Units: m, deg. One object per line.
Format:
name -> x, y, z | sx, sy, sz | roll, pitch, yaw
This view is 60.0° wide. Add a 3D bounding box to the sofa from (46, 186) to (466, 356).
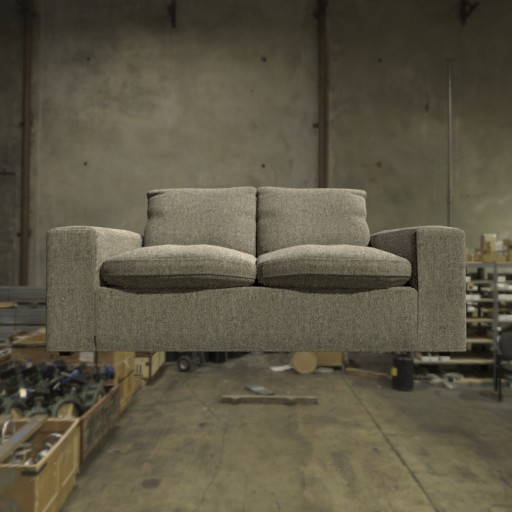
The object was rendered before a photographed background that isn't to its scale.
sofa -> 0.000, 0.000, 2.325 | 1.758, 0.877, 1.094 | 0, -1, 0
